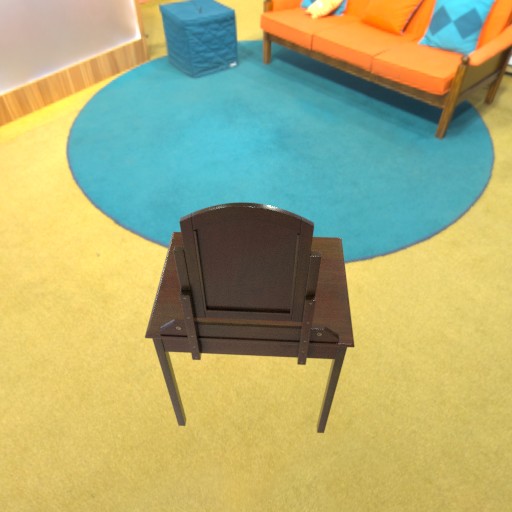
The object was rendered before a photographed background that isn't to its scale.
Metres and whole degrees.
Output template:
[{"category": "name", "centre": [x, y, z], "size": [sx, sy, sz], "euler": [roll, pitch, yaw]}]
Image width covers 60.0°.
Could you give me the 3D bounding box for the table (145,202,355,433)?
[{"category": "table", "centre": [0.000, 0.000, 2.313], "size": [0.876, 1.631, 1.211], "euler": [2, 46, 2]}]
